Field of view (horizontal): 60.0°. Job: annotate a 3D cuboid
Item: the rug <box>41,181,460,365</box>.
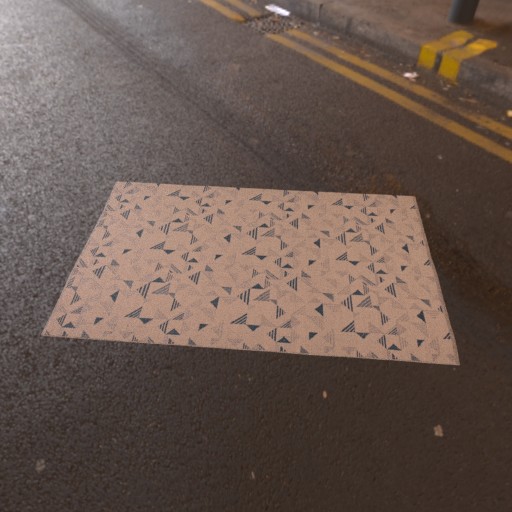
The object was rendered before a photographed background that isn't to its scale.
[{"bbox_3d":[0.000,0.000,3.092,2.457,0.009,1.512,3,47,3],"label":"rug"}]
